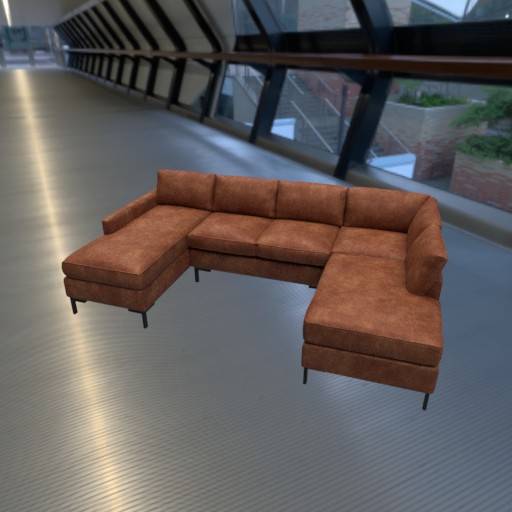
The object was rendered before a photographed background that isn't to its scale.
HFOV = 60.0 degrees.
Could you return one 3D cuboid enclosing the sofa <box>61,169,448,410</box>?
[{"bbox_3d":[0.000,0.000,3.843,2.956,0.900,1.939,8,27,16],"label":"sofa"}]
